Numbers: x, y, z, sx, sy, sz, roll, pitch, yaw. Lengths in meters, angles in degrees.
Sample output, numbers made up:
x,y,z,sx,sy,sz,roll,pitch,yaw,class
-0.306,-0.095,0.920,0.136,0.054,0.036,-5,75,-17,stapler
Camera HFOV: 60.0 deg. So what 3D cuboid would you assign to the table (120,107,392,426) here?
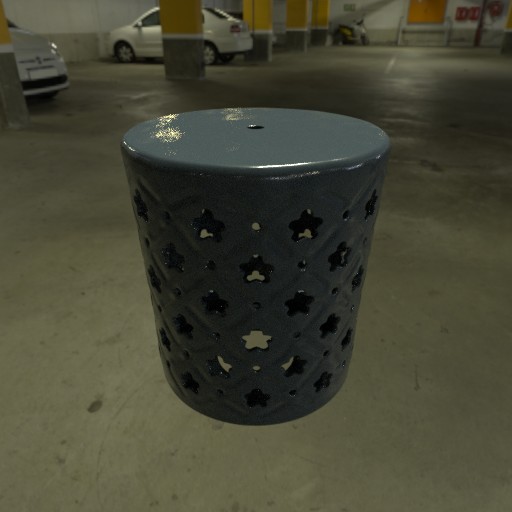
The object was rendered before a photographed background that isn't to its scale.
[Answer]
x,y,z,sx,sy,sz,roll,pitch,yaw,class
0.000,0.000,0.678,0.352,0.387,0.352,0,28,0,table
